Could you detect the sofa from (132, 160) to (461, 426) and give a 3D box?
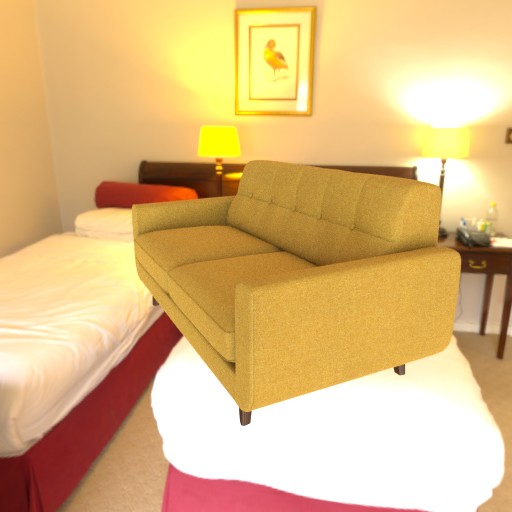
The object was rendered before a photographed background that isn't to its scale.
[{"bbox_3d":[0.000,0.000,2.179,0.909,0.841,1.631,-8,18,-26],"label":"sofa"}]
